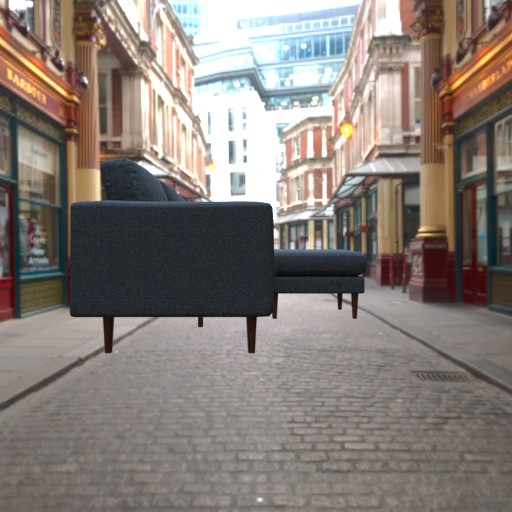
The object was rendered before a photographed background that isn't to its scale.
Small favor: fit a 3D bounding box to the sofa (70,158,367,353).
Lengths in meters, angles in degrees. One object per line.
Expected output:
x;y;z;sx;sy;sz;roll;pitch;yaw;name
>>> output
0.000;0.000;2.993;1.667;0.957;2.055;0;0;0;sofa
